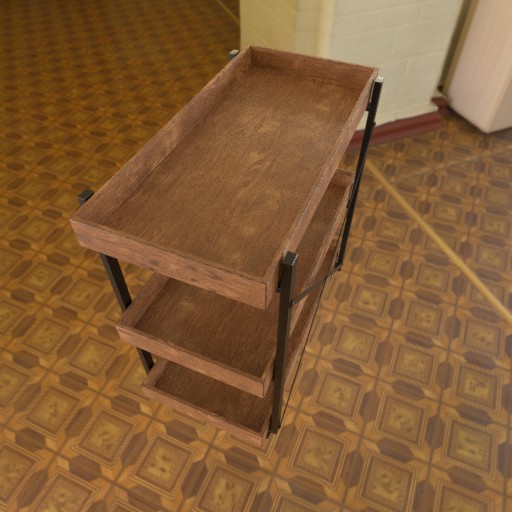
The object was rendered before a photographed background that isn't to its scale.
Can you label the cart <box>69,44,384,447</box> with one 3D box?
[{"bbox_3d":[0.000,0.000,1.225,0.411,0.800,0.750,18,51,15],"label":"cart"}]
